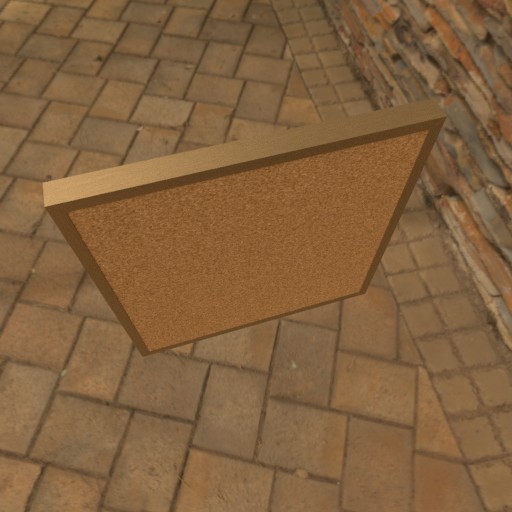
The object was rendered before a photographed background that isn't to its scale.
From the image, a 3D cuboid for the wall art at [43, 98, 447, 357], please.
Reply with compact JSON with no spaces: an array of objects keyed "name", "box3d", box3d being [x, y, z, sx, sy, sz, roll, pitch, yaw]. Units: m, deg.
[{"name":"wall art","box3d":[0.000,0.000,0.764,0.510,0.509,0.037,-15,59,-9]}]
